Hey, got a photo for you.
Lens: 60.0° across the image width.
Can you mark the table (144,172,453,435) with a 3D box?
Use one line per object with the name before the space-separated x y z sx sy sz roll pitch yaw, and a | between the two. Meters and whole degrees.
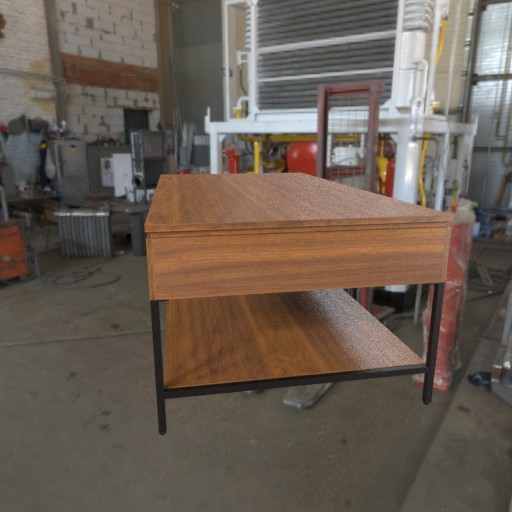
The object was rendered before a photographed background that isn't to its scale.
table | 0.000 0.000 1.352 0.574 0.414 1.057 -3 15 -10
